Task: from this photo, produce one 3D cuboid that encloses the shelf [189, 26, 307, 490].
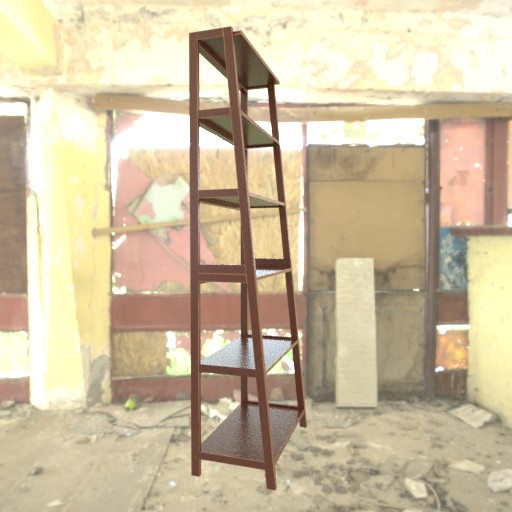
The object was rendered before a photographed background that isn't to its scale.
[{"bbox_3d":[0.000,0.000,2.147,0.381,1.892,0.660,1,2,18],"label":"shelf"}]
